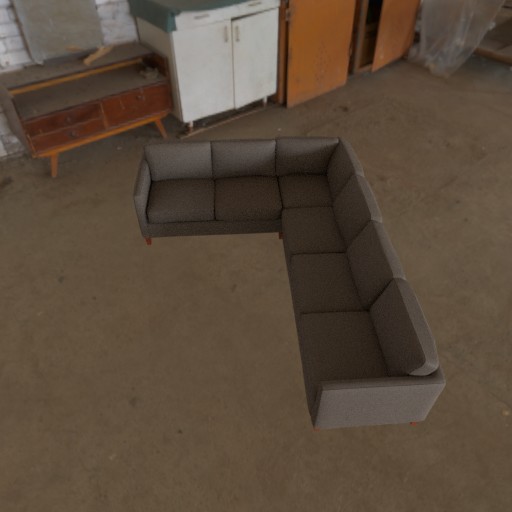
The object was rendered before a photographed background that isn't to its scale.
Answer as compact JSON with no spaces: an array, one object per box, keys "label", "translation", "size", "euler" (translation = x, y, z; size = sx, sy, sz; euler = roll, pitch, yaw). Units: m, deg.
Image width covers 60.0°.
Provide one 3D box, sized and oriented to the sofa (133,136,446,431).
[{"label":"sofa","translation":[0.000,0.000,4.410],"size":[2.593,0.947,3.302],"euler":[-2,45,-3]}]
